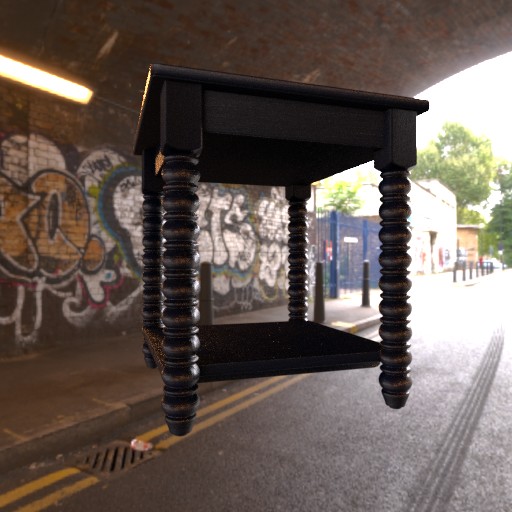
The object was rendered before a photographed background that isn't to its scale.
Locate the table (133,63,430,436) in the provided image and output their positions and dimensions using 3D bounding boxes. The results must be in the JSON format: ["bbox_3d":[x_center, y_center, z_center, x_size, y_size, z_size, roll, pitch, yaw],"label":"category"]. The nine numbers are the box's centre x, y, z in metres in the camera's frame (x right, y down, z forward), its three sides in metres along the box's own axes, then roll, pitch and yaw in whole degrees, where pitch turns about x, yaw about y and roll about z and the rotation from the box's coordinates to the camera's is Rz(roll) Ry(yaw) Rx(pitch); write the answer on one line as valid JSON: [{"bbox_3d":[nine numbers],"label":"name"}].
[{"bbox_3d":[0.000,0.000,0.978,0.500,0.567,0.533,0,0,-18],"label":"table"}]
